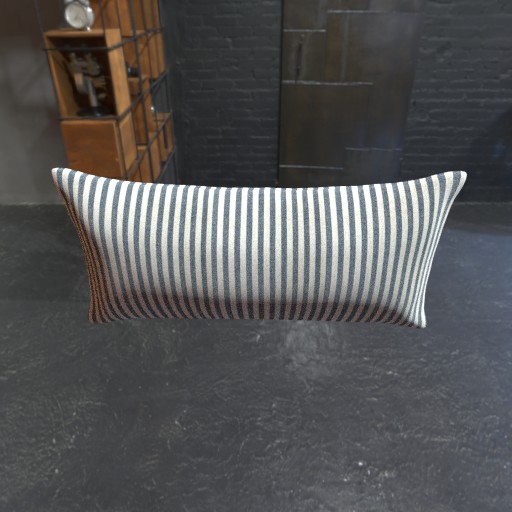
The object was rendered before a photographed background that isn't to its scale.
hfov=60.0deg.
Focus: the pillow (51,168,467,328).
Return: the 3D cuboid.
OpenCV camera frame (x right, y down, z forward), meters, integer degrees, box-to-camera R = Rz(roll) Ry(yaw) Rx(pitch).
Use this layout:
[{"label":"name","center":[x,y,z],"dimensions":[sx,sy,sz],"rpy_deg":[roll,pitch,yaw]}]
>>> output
[{"label":"pillow","center":[0.000,0.000,0.729],"dimensions":[0.617,0.295,0.151],"rpy_deg":[1,30,1]}]
